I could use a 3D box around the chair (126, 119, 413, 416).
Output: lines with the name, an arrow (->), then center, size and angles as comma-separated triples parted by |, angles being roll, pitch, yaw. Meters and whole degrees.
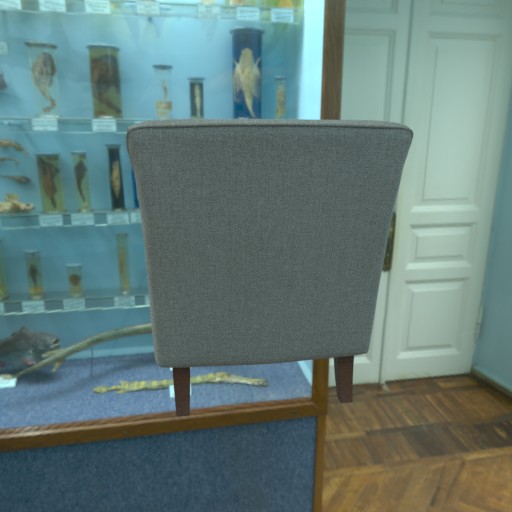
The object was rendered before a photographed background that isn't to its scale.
chair -> 0.000, 0.000, 1.833 | 0.887, 1.047, 0.993 | -2, 15, -8
